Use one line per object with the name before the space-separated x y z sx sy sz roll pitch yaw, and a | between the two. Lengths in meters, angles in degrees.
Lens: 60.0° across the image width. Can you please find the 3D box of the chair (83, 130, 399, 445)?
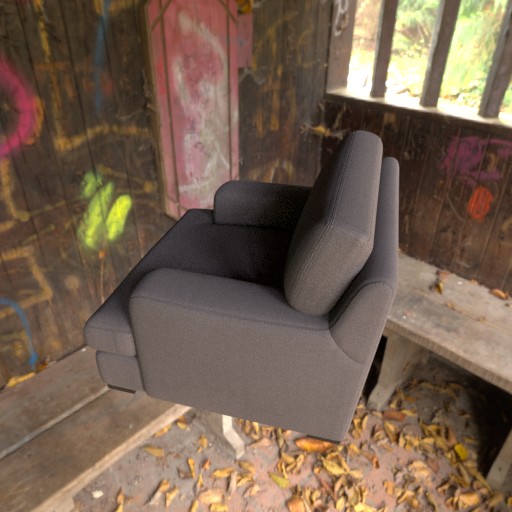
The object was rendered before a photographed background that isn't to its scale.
chair | 0.000 0.000 1.997 1.143 0.940 1.168 8 33 13
